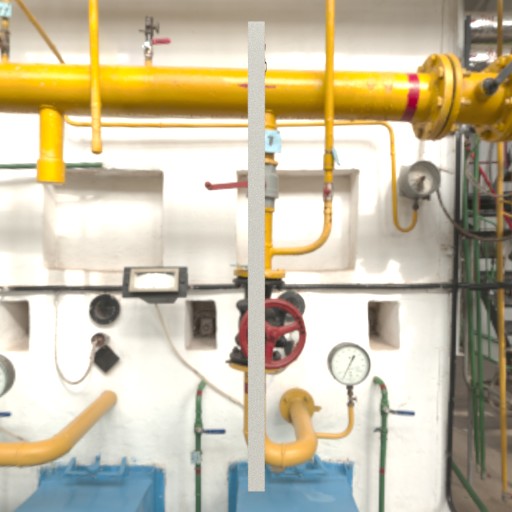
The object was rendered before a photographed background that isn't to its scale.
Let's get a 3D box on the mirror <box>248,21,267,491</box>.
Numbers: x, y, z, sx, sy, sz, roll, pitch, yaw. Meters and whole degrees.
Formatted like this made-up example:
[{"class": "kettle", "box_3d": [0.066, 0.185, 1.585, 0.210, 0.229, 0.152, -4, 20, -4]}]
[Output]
[{"class": "mirror", "box_3d": [0.000, 0.000, 1.339, 0.041, 1.016, 0.762, 0, 1, 0]}]
